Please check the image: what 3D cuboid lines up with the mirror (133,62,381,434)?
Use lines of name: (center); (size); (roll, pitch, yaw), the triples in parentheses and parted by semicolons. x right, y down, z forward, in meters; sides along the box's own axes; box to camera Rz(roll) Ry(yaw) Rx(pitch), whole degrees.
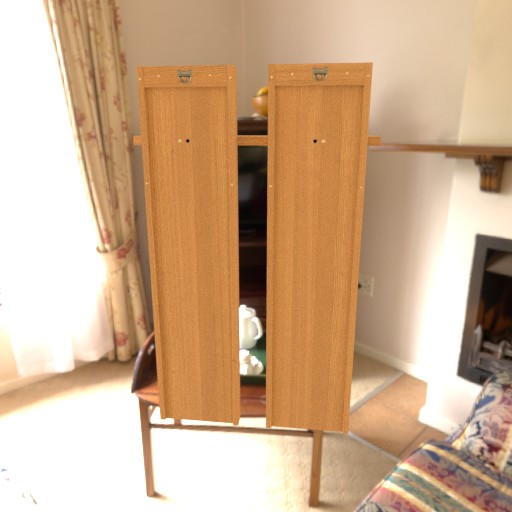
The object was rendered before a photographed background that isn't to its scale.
mirror: (0.000, 0.000, 1.605); (0.800, 1.250, 0.260); (2, 16, 7)
